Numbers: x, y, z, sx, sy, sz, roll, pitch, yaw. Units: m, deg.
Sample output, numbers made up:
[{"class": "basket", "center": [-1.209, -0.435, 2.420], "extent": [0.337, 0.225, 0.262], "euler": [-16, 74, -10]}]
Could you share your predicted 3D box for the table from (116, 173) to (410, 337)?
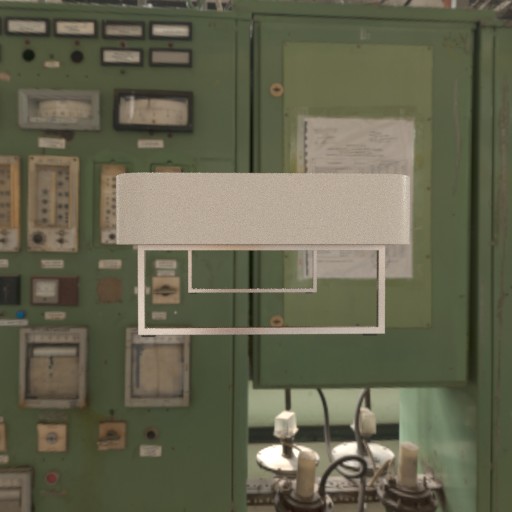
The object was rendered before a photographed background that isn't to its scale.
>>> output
[{"class": "table", "center": [0.000, 0.000, 1.448], "extent": [0.600, 0.340, 1.200], "euler": [0, 1, -2]}]
